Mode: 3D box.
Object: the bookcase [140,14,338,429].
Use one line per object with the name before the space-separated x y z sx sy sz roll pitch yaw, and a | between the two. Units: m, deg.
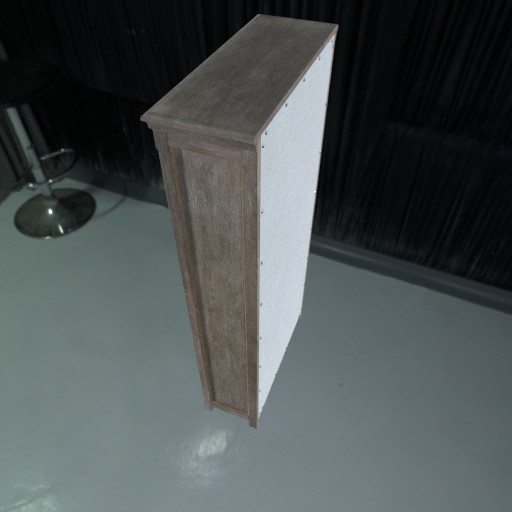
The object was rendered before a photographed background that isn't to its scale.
bookcase | 0.000 0.000 2.164 0.348 1.880 0.906 16 48 15
